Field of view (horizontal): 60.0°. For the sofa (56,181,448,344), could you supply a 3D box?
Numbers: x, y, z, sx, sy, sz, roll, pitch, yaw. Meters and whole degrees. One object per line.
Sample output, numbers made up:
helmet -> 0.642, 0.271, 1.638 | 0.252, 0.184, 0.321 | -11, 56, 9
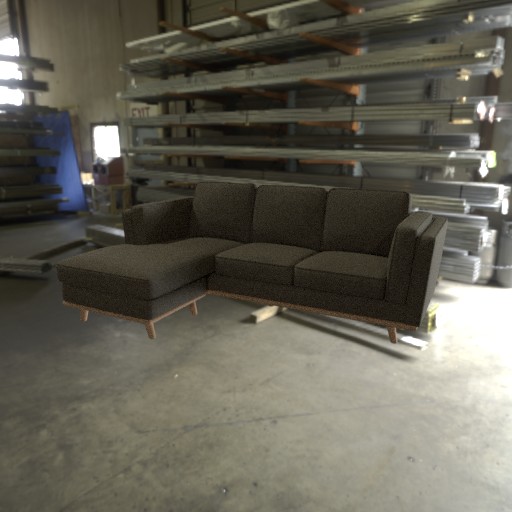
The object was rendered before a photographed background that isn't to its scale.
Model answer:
sofa -> 0.000, 0.000, 3.214 | 2.411, 0.929, 1.604 | 7, 16, 27
